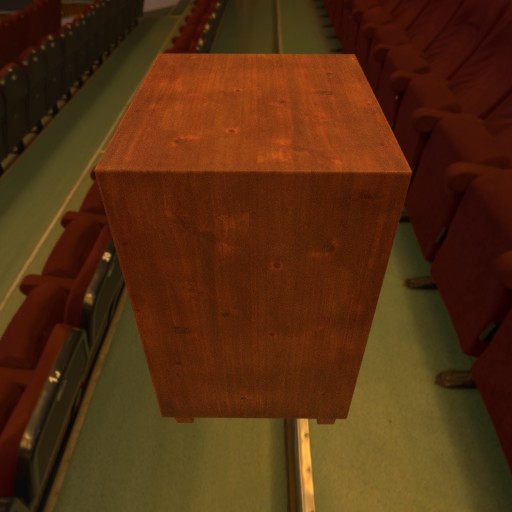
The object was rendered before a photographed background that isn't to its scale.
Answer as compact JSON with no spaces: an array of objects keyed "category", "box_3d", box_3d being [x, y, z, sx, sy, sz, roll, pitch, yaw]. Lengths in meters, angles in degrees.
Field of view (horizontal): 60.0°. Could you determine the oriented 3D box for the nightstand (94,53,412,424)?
[{"category":"nightstand","box_3d":[0.000,0.000,0.963,0.410,0.695,0.465,0,41,0]}]
